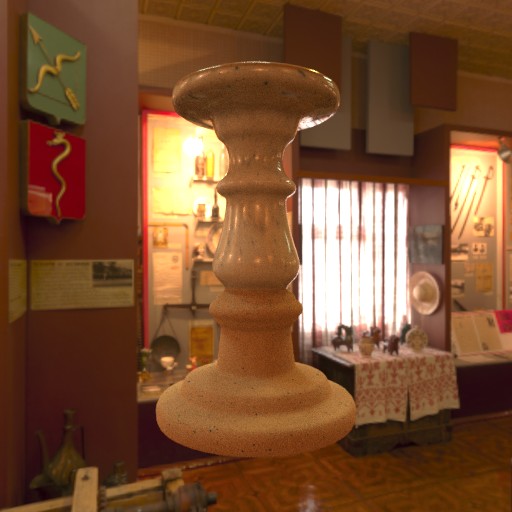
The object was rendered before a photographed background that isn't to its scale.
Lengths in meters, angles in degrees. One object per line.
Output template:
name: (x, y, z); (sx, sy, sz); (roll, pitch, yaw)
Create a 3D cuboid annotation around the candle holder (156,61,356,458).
candle holder: (0.000, 0.000, 0.279); (0.123, 0.202, 0.123); (0, 0, 0)
